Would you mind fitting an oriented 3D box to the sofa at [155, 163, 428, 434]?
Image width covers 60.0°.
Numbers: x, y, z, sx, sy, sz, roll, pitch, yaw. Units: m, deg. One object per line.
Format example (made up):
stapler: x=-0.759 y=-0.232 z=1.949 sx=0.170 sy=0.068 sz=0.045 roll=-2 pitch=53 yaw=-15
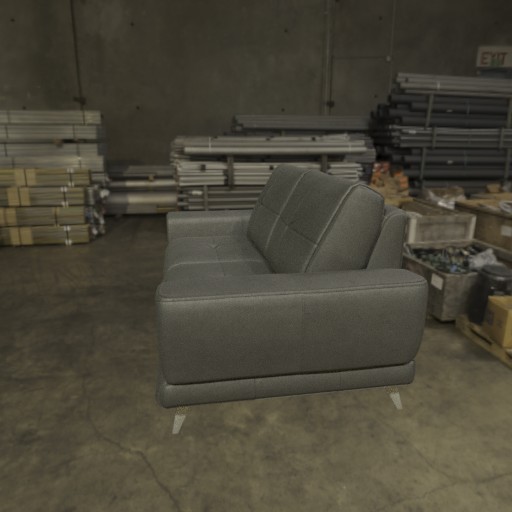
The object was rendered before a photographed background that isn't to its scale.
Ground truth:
sofa: x=0.000 y=0.000 z=2.396 sx=1.018 sy=0.907 sz=1.806 roll=-3 pitch=15 yaw=-9
